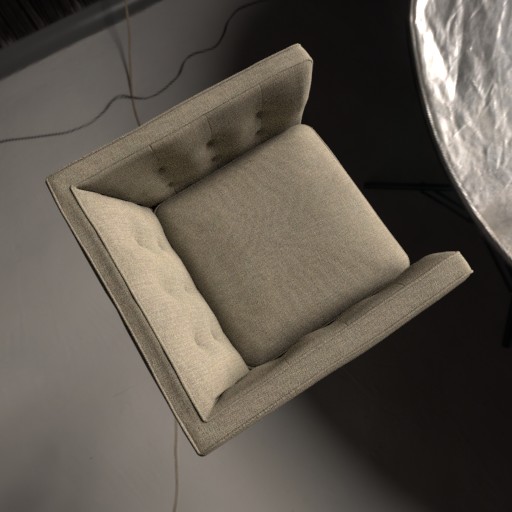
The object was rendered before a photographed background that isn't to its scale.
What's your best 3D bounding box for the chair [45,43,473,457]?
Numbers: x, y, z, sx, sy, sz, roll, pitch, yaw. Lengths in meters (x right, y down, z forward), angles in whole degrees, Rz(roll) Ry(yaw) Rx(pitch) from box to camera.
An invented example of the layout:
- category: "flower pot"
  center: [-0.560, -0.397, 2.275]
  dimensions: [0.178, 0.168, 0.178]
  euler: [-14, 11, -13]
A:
- category: "chair"
  center: [0.000, 0.000, 1.624]
  dimensions: [0.912, 0.799, 0.920]
  euler: [-32, 78, -7]
